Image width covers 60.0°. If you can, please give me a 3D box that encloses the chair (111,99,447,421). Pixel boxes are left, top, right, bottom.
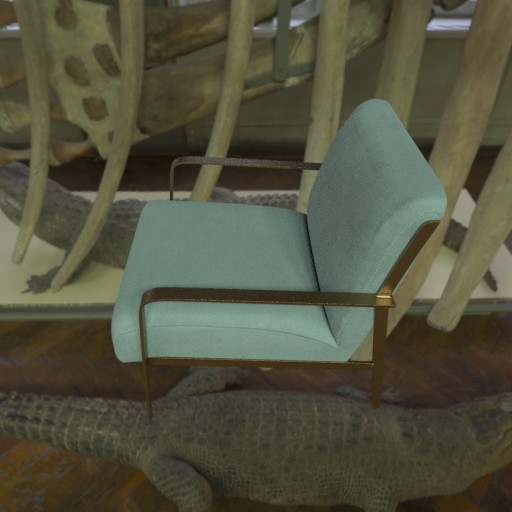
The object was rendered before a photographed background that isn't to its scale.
[{"bbox_3d":[0.000,0.000,1.442,0.842,0.824,0.701,-1,41,-1],"label":"chair"}]
